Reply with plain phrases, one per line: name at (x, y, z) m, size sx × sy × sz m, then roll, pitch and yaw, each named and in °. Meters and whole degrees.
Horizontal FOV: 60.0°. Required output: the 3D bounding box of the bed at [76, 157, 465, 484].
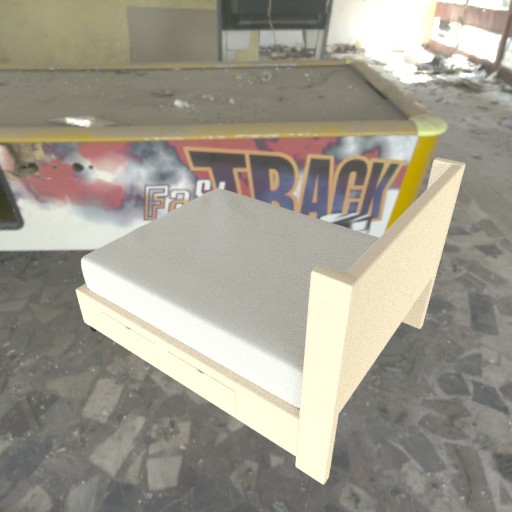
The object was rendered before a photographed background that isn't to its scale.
bed at (0.000, 0.000, 3.395) m, size 2.280 × 1.471 × 1.765 m, roll 21°, pitch 38°, yaw 30°
